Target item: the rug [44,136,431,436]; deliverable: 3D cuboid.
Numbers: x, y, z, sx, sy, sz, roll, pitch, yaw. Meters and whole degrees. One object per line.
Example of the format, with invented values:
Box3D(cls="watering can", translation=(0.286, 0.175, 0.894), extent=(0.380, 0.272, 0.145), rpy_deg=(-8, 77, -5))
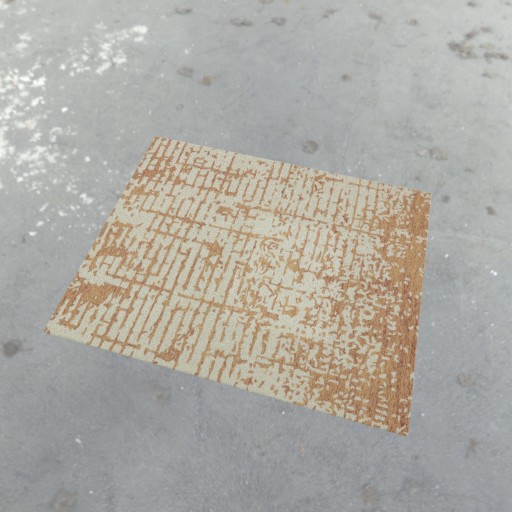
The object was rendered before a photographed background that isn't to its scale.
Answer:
Box3D(cls="rug", translation=(0.000, 0.000, 4.149), extent=(3.050, 0.011, 2.441), rpy_deg=(14, 59, 8))
